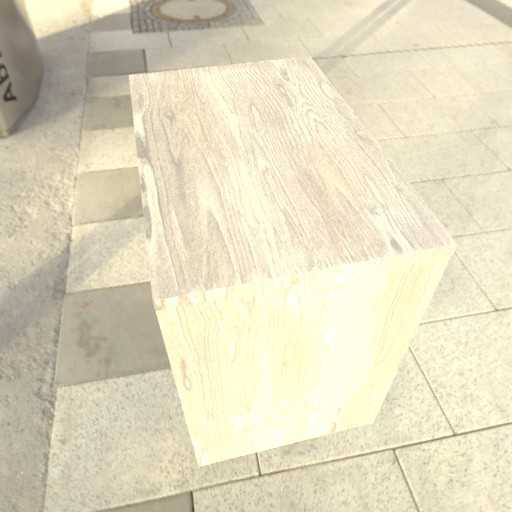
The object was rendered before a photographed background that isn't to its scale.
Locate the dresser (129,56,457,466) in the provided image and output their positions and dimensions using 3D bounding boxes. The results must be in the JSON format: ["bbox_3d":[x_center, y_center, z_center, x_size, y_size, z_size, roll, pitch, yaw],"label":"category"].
[{"bbox_3d":[0.000,0.000,1.280,0.529,0.762,0.809,-10,48,-9],"label":"dresser"}]
